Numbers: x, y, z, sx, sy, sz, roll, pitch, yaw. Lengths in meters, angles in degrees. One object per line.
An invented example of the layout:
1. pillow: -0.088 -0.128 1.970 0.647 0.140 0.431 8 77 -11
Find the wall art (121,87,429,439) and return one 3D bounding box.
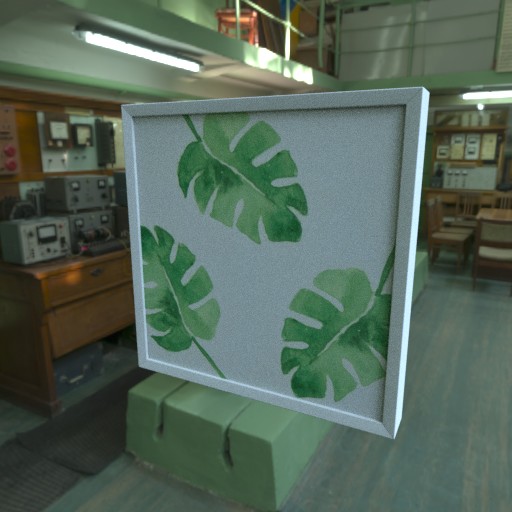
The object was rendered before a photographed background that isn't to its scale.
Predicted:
1. wall art: 0.000 0.000 0.455 0.305 0.305 0.038 7 15 27
